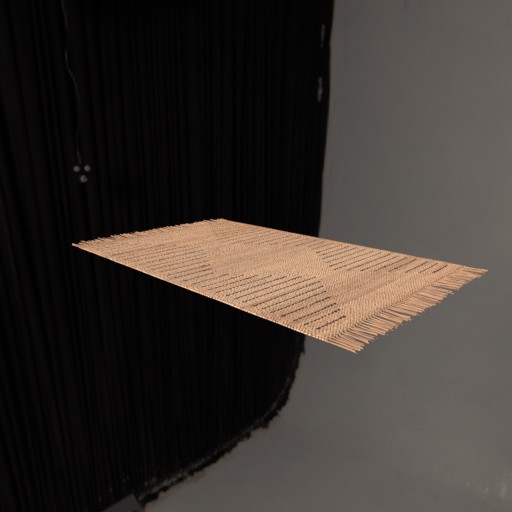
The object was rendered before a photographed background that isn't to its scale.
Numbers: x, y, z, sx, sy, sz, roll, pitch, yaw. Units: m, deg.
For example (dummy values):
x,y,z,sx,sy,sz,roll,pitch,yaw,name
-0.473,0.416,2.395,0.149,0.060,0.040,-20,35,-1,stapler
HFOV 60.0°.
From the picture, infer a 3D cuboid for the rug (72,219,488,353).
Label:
x,y,z,sx,sy,sz,roll,pitch,yaw,name
0.000,0.000,2.502,2.085,0.027,1.224,14,21,43,rug
